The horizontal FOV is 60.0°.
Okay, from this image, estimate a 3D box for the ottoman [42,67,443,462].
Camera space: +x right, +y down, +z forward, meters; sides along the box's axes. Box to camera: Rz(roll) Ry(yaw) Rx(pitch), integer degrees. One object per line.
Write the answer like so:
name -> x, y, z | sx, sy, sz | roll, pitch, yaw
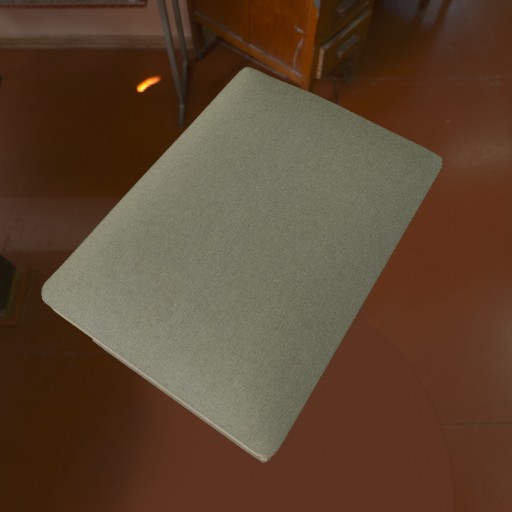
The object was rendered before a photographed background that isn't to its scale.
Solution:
ottoman -> 0.000, 0.000, 1.218 | 0.619, 0.504, 0.843 | 31, 68, 14
